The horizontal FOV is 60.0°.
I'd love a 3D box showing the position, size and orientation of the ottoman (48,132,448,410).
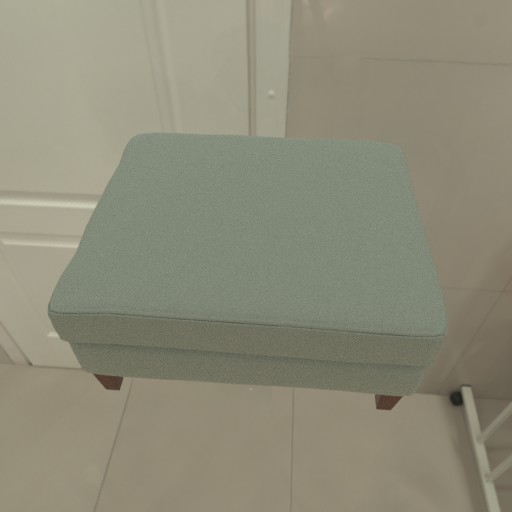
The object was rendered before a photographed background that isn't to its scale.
[{"bbox_3d":[0.000,0.000,1.471,0.991,0.494,0.842,3,47,3],"label":"ottoman"}]
